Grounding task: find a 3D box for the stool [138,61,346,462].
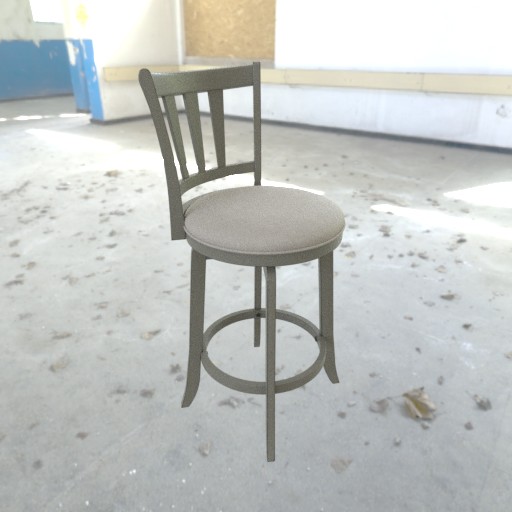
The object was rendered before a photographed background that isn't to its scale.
[{"bbox_3d":[0.000,0.000,1.263,0.486,0.994,0.450,18,31,32],"label":"stool"}]
